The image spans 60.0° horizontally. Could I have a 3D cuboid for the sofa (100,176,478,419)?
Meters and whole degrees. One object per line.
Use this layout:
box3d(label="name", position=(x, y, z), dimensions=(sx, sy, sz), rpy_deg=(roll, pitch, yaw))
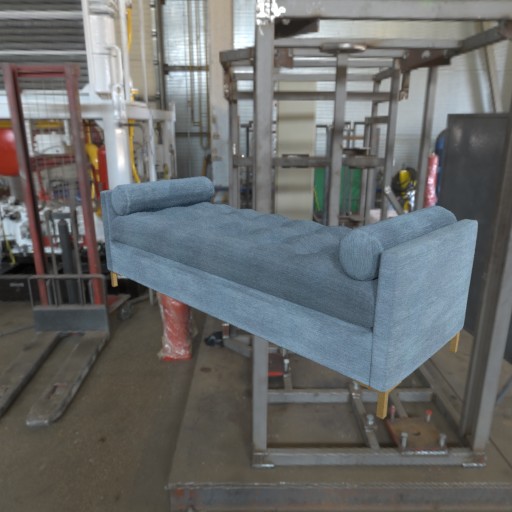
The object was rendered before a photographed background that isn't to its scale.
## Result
box3d(label="sofa", position=(0.000, 0.000, 2.515), dimensions=(2.102, 0.705, 0.796), rpy_deg=(16, 23, 42))
